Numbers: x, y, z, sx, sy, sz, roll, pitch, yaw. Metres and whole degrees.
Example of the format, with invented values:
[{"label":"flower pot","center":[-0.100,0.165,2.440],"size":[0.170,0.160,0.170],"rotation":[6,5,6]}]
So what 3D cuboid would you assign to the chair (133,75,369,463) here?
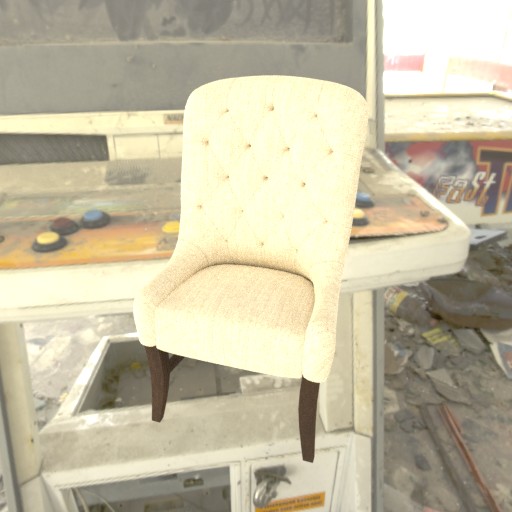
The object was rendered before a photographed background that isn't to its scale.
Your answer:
[{"label":"chair","center":[0.000,0.000,1.502],"size":[0.634,1.091,0.629],"rotation":[8,28,15]}]
